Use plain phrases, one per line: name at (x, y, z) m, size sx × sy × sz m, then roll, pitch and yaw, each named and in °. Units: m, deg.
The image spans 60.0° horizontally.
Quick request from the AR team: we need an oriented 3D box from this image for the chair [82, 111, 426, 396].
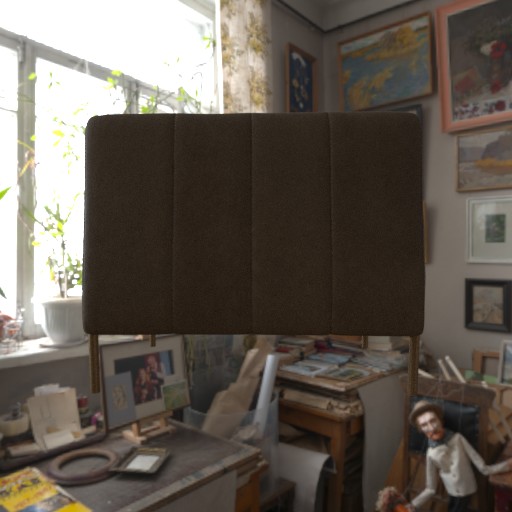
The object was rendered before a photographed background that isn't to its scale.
chair at (0.000, 0.000, 1.598) m, size 0.981 × 0.779 × 0.876 m, roll 0°, pitch 0°, yaw 2°
